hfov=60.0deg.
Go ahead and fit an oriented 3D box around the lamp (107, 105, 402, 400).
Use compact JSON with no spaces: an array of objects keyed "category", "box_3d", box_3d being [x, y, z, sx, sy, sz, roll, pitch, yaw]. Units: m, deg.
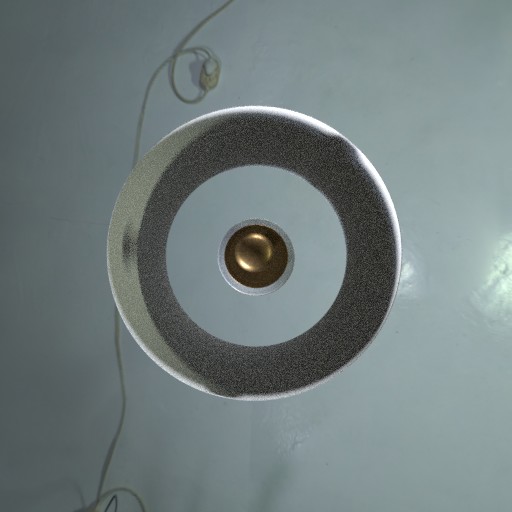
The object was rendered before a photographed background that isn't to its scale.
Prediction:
[{"category":"lamp","box_3d":[0.000,0.000,0.515,0.210,0.410,0.210,0,89,0]}]
